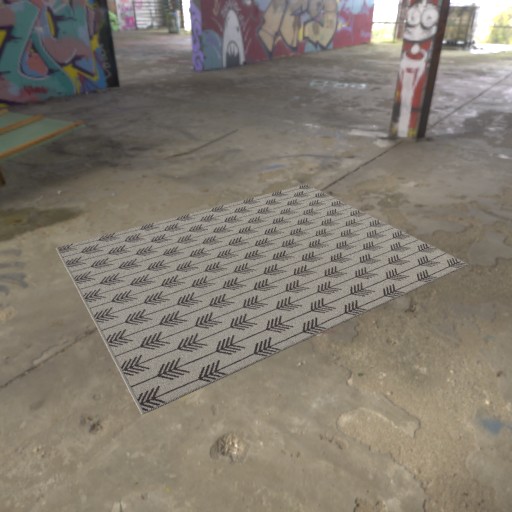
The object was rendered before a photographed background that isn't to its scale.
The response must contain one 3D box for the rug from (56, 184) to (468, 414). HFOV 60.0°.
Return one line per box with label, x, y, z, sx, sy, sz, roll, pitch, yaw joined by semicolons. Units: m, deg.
rug;0.000;0.000;4.112;3.061;0.010;2.330;-18;35;-28
